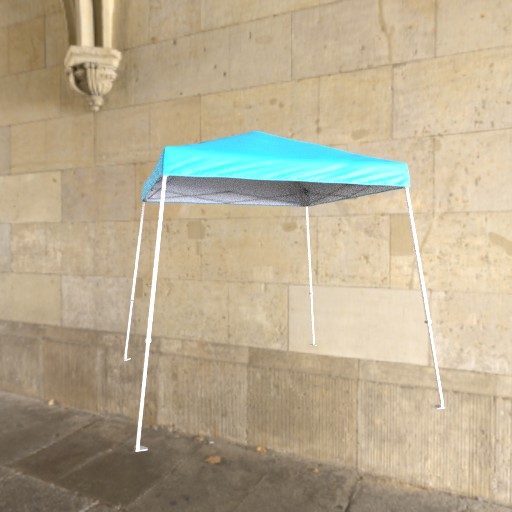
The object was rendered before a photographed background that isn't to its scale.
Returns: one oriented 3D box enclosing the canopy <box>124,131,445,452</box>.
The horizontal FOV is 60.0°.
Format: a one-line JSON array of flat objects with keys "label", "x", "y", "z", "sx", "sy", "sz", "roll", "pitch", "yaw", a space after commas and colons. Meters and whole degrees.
[{"label": "canopy", "x": 0.000, "y": 0.000, "z": 5.089, "sx": 2.849, "sy": 2.849, "sz": 2.848, "roll": 0, "pitch": 2, "yaw": -18}]
